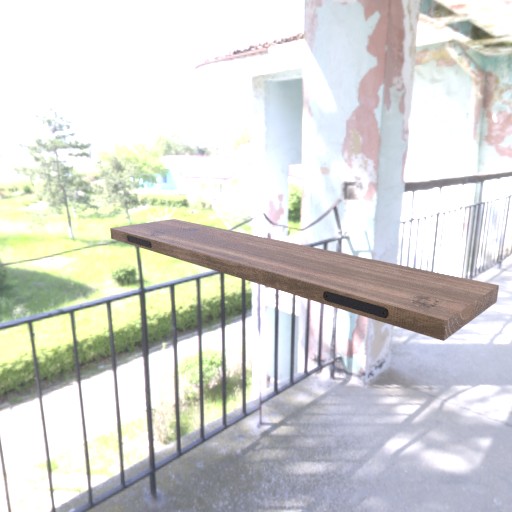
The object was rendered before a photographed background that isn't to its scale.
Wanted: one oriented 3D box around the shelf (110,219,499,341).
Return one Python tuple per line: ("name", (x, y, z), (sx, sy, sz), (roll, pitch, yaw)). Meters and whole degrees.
("shelf", (0.000, 0.000, 0.646), (0.610, 0.020, 0.140), (14, 20, 43))
